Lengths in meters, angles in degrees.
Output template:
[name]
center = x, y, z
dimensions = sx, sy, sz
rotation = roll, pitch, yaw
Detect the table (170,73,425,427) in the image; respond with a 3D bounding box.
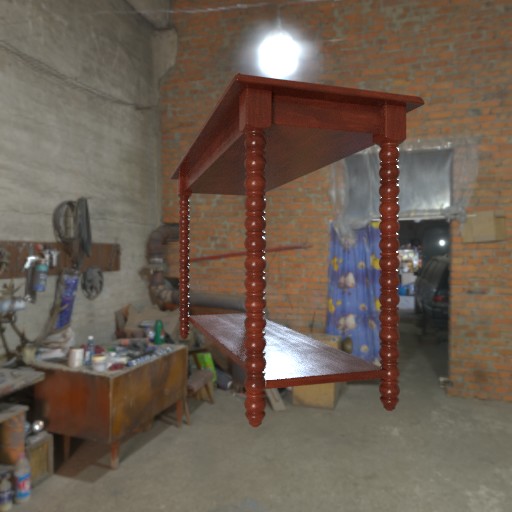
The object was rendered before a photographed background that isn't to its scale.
[table]
center = 0.000, 0.000, 1.523
dimensions = 0.459, 0.740, 1.184
rotation = 0, 0, -17
